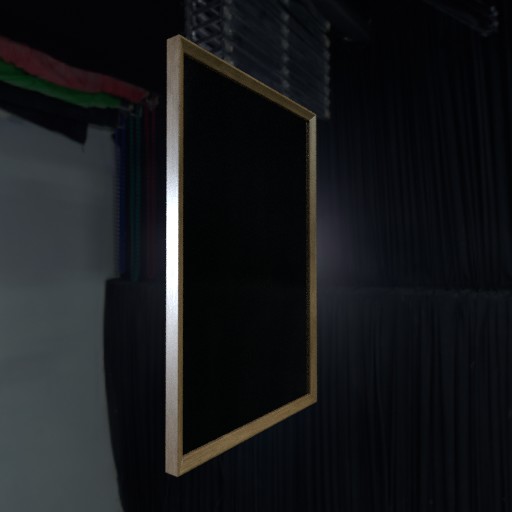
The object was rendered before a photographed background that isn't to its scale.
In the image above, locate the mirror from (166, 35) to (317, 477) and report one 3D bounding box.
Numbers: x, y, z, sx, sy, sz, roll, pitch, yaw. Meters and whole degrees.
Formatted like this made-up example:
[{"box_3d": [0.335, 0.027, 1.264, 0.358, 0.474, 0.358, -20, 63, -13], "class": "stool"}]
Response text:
[{"box_3d": [0.000, 0.000, 1.175, 0.041, 0.915, 0.609, -1, -1, 35], "class": "mirror"}]
